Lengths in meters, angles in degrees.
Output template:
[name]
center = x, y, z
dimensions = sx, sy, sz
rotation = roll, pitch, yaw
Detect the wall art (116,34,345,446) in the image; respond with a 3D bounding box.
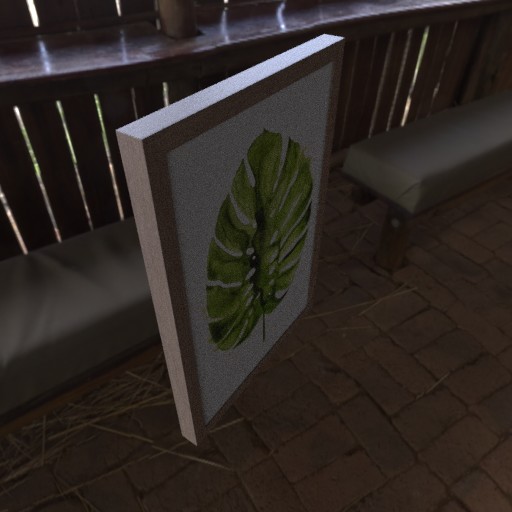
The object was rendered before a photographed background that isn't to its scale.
[wall art]
center = 0.000, 0.000, 0.636
dimensions = 0.032, 0.510, 0.358
rotation = 25, 46, 26
